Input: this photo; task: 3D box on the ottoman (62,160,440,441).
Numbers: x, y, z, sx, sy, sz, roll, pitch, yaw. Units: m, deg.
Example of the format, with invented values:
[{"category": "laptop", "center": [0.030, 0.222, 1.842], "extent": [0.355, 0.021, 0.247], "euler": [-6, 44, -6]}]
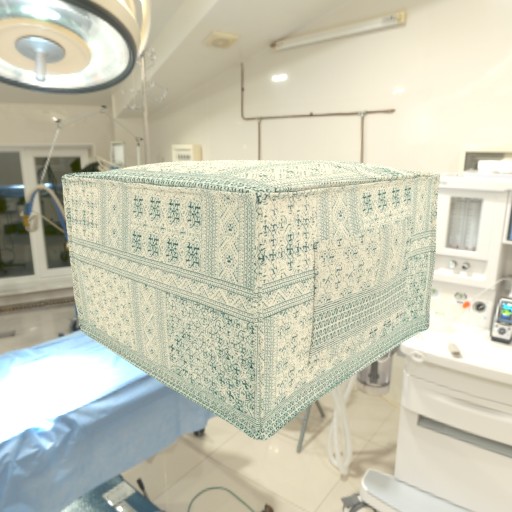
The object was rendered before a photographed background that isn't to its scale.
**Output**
[{"category": "ottoman", "center": [0.000, 0.000, 1.035], "extent": [0.626, 0.439, 0.617], "euler": [13, 19, 42]}]
